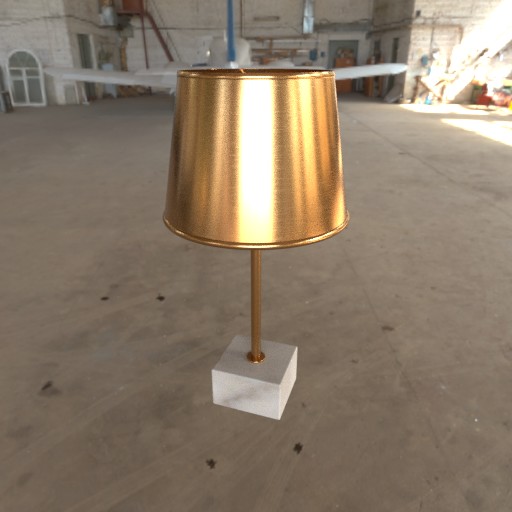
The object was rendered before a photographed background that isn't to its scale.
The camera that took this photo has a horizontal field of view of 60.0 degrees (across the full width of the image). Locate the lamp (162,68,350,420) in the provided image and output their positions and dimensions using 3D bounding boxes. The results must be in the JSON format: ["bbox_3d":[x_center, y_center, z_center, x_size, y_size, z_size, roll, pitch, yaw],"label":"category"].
[{"bbox_3d":[0.000,0.000,0.526,0.208,0.406,0.208,0,24,0],"label":"lamp"}]
